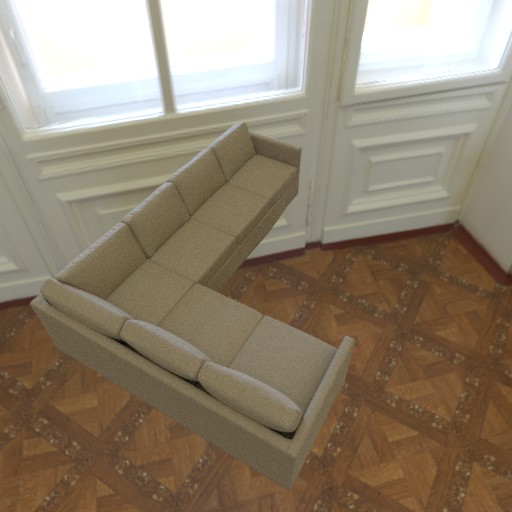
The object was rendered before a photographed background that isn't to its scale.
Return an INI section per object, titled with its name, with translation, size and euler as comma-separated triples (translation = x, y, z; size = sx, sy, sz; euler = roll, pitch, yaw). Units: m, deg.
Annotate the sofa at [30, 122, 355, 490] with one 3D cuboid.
[sofa]
translation = 0.000, 0.000, 4.283
size = 2.432, 0.871, 3.182
euler = 23, 50, 20
